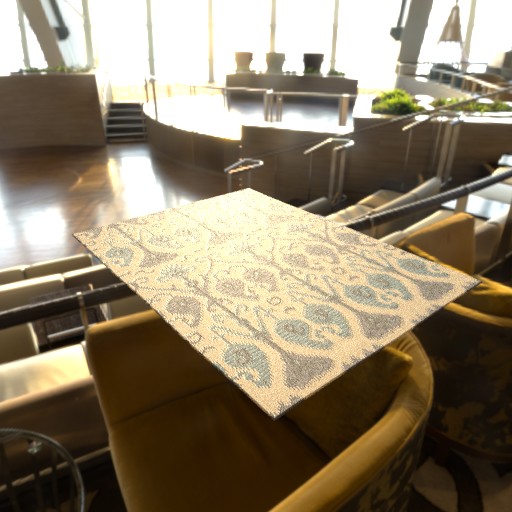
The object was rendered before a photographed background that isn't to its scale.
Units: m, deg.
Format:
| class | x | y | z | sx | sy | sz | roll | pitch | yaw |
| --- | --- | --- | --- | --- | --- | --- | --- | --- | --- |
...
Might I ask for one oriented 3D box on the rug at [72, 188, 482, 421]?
| class | x | y | z | sx | sy | sz | roll | pitch | yaw |
| --- | --- | --- | --- | --- | --- | --- | --- | --- | --- |
| rug | 0.000 | 0.000 | 2.969 | 1.676 | 0.013 | 2.261 | -21 | 34 | -34 |
